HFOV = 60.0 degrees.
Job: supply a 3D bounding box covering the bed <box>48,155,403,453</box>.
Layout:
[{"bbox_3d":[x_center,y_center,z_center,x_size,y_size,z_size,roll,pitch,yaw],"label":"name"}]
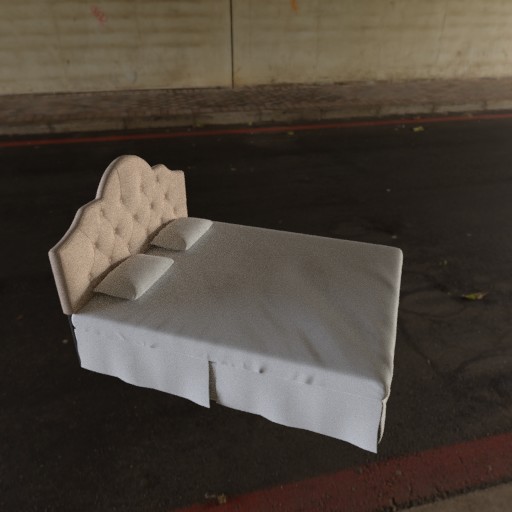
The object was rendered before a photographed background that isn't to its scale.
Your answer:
[{"bbox_3d":[0.000,0.000,3.007,1.970,1.194,1.667,9,30,16],"label":"bed"}]
